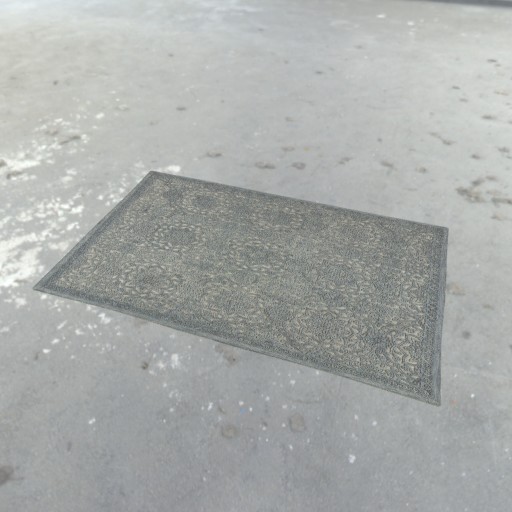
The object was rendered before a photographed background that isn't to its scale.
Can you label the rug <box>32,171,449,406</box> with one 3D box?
[{"bbox_3d":[0.000,0.000,3.057,2.498,0.022,1.535,13,43,14],"label":"rug"}]
